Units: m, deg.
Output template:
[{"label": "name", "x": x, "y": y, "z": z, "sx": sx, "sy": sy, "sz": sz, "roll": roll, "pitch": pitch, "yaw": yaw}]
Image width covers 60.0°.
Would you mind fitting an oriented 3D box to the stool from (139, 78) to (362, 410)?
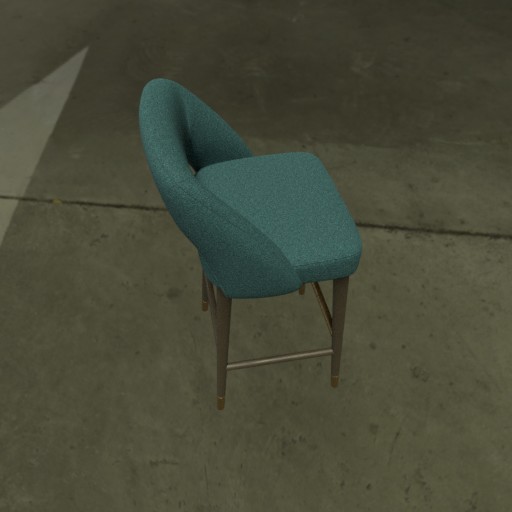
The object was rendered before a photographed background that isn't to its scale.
[{"label": "stool", "x": 0.000, "y": 0.000, "z": 1.358, "sx": 0.522, "sy": 1.032, "sz": 0.536, "roll": -9, "pitch": 48, "yaw": -8}]
